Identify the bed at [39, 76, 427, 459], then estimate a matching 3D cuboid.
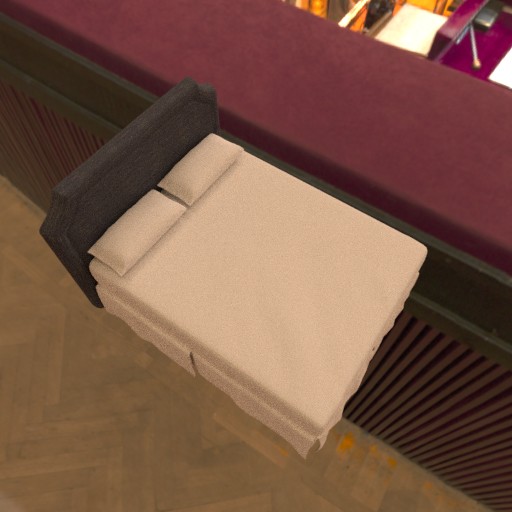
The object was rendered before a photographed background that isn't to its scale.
[{"bbox_3d":[0.000,0.000,3.137,2.116,1.290,1.693,31,64,17],"label":"bed"}]
